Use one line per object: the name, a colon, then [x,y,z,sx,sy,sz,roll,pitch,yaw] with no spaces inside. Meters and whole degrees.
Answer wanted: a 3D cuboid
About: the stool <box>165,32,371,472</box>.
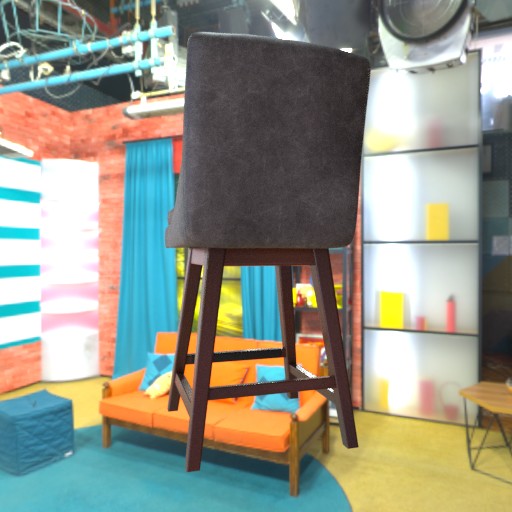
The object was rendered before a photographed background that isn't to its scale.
stool: [0.000,0.000,1.332,0.492,1.046,0.587,0,0,-17]
